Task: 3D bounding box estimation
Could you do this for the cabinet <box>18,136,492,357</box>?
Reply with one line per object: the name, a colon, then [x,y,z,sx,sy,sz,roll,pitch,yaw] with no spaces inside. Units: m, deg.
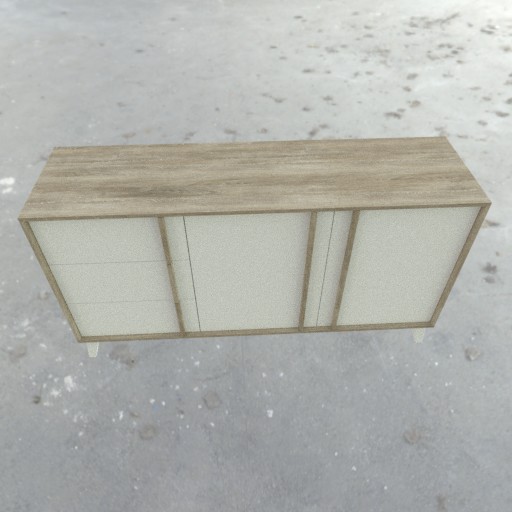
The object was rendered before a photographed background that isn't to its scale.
cabinet: [0.000,0.000,1.956,1.600,0.870,0.450,-2,44,-2]
